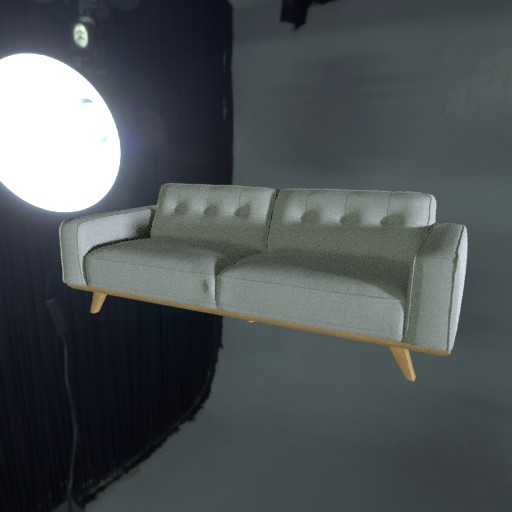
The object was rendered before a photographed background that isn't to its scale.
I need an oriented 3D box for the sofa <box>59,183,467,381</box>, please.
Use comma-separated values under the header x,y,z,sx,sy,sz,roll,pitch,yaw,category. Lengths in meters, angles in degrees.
x,y,z,sx,sy,sz,roll,pitch,yaw,category
0.000,0.000,2.655,2.270,0.781,0.956,6,14,26,sofa
